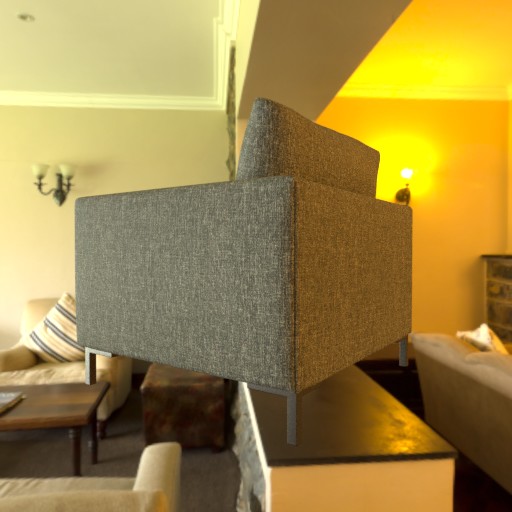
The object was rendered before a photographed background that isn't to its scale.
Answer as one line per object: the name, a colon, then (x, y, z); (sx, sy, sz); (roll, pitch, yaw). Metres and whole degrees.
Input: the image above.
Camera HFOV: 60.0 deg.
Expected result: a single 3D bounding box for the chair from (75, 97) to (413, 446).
chair: (0.000, 0.000, 1.614); (0.866, 0.861, 0.963); (1, 1, 35)
